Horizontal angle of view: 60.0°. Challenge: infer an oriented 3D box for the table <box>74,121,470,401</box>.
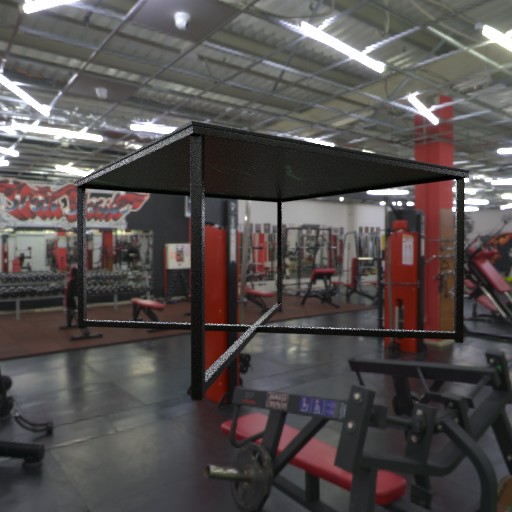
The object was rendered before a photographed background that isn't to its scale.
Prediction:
[{"bbox_3d":[0.000,0.000,1.258,0.800,0.450,0.800,-1,1,-35],"label":"table"}]
